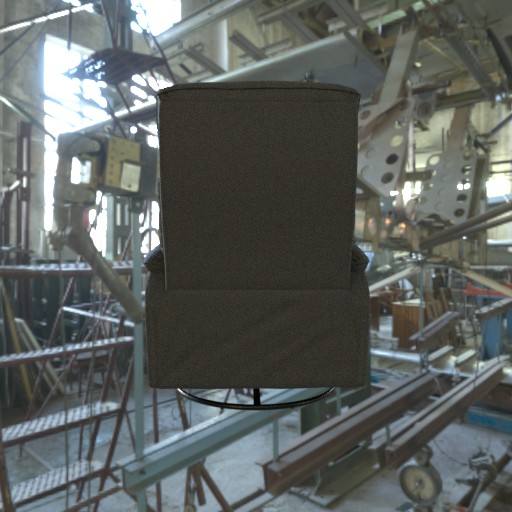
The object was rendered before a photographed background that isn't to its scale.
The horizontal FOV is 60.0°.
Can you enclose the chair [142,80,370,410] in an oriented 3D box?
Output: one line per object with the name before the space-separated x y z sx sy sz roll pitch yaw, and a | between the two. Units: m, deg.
chair | 0.000 0.000 1.745 0.820 1.037 1.004 0 0 -1
